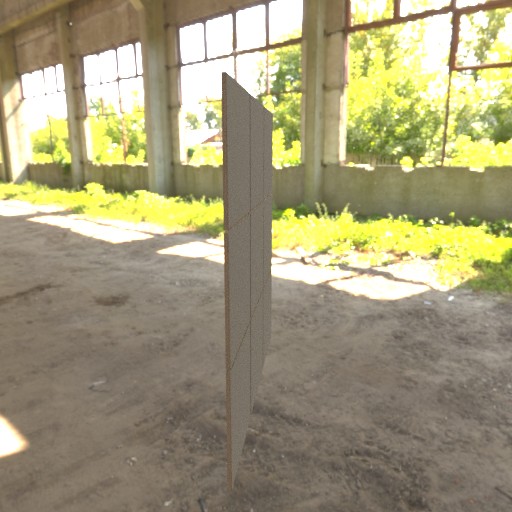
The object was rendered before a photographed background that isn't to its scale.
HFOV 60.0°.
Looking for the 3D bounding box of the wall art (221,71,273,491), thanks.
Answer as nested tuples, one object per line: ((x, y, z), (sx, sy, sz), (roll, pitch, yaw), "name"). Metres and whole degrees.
((0.000, 0.000, 1.375), (0.010, 0.917, 0.919), (2, 13, 7), "wall art")
